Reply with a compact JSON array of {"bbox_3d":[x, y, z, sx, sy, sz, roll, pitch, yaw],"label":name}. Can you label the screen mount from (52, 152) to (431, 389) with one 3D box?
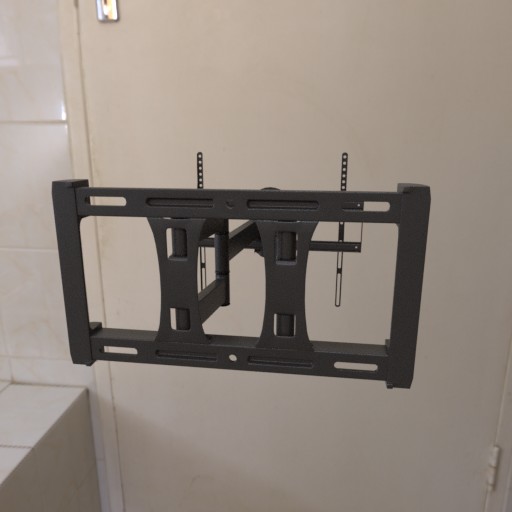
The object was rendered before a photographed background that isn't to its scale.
[{"bbox_3d":[0.000,0.000,0.958,0.571,0.424,0.556,2,15,8],"label":"screen mount"}]
